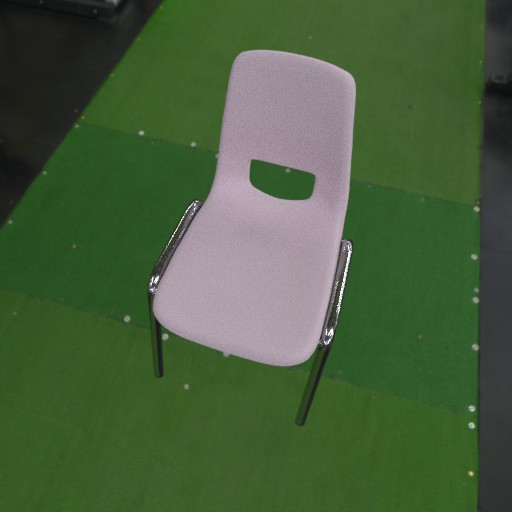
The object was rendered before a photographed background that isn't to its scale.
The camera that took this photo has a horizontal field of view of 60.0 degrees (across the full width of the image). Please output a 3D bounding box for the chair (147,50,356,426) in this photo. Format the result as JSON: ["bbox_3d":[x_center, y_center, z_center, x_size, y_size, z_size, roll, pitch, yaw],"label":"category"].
[{"bbox_3d":[0.000,0.000,0.832,0.354,0.586,0.423,16,60,9],"label":"chair"}]
